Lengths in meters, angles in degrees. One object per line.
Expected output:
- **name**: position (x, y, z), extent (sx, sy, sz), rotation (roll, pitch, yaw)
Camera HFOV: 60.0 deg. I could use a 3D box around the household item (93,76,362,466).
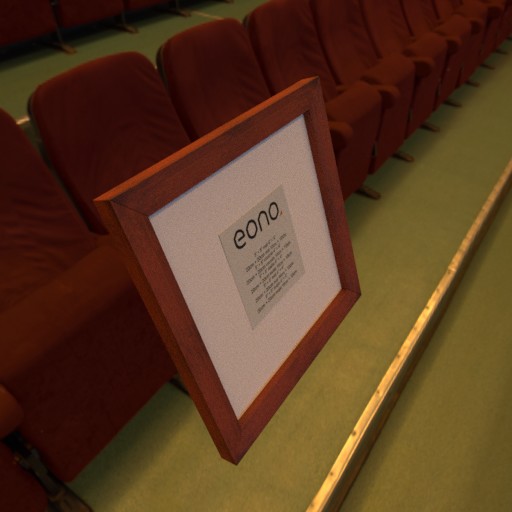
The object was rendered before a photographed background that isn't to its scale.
- **household item**: position (0.000, 0.000, 0.395), extent (0.131, 0.240, 0.240), rotation (25, 47, 26)
